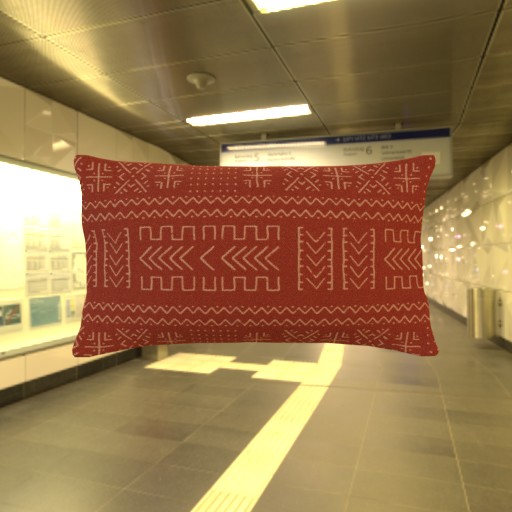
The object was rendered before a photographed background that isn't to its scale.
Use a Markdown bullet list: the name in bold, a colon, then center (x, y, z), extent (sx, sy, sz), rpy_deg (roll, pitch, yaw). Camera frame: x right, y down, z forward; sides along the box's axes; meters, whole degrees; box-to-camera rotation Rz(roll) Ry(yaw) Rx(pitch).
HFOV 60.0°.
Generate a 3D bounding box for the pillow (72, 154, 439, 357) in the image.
- **pillow**: center (0.000, 0.000, 0.765), extent (0.640, 0.352, 0.130), rpy_deg (0, 0, 0)
